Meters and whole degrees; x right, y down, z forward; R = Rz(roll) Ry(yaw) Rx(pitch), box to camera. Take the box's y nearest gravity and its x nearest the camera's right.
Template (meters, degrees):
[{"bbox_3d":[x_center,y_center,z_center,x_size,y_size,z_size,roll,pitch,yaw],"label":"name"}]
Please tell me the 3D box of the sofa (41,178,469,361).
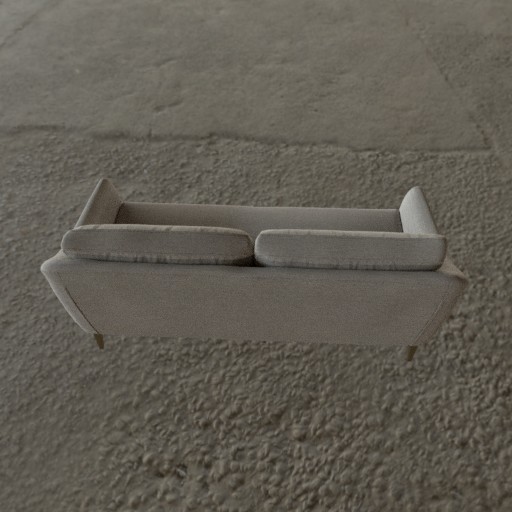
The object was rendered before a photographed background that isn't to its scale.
[{"bbox_3d":[0.000,0.000,2.541,2.036,0.913,0.980,2,46,2],"label":"sofa"}]
